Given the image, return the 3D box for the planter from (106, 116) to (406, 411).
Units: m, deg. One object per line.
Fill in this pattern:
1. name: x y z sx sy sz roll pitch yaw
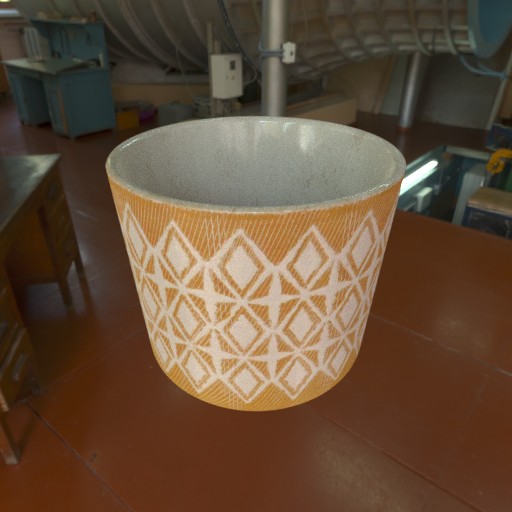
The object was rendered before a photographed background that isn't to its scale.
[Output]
1. planter: 0.000 0.000 0.337 0.193 0.165 0.193 0 31 0
